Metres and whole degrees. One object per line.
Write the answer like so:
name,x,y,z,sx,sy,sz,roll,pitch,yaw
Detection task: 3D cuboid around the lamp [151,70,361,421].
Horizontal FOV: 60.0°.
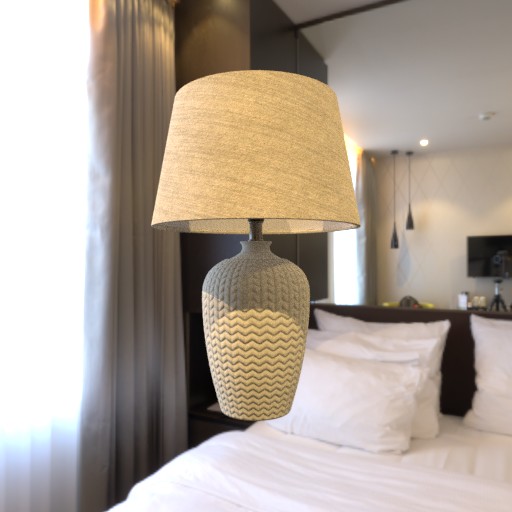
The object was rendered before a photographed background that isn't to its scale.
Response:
lamp,0.000,0.000,0.846,0.390,0.580,0.390,0,-1,0
